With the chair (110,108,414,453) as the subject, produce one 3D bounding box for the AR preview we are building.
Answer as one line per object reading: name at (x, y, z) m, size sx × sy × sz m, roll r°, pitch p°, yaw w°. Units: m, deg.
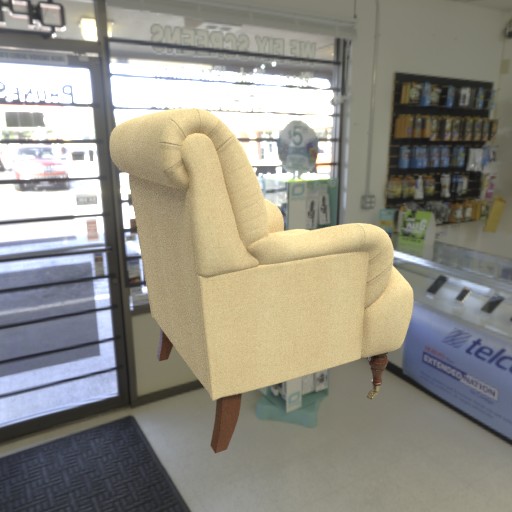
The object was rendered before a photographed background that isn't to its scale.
chair at (0.000, 0.000, 1.553) m, size 0.842 × 0.944 × 0.766 m, roll -7°, pitch 16°, yaw -26°
